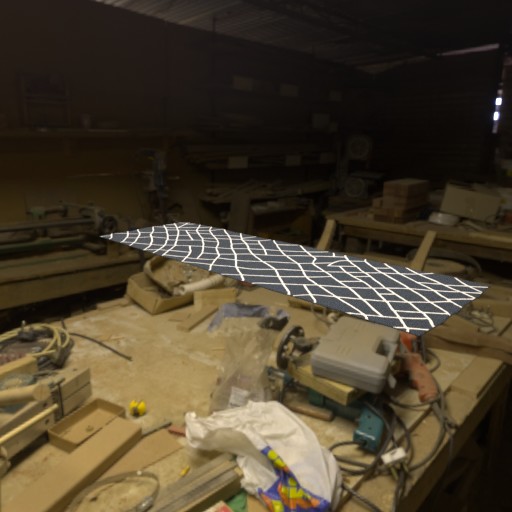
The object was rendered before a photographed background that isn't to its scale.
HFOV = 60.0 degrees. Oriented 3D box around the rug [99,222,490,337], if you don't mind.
[{"bbox_3d":[0.000,0.000,2.724,2.476,0.010,0.807,14,20,42],"label":"rug"}]
